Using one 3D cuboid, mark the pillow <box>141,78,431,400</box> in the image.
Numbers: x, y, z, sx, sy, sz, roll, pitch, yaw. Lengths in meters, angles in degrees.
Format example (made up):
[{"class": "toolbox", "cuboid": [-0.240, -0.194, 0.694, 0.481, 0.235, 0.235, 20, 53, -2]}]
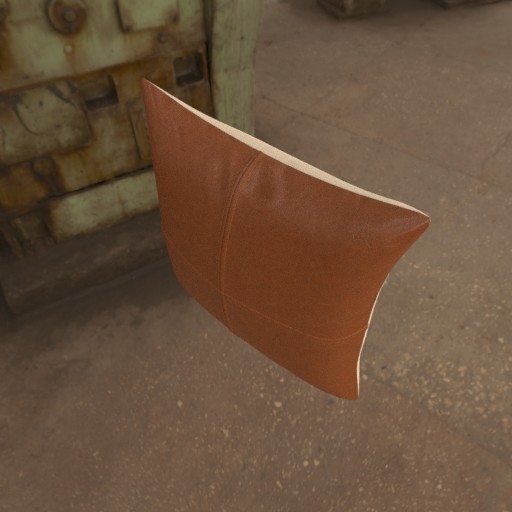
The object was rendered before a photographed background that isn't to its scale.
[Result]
[{"class": "pillow", "cuboid": [0.000, 0.000, 0.771, 0.501, 0.477, 0.192, 33, 56, 26]}]
